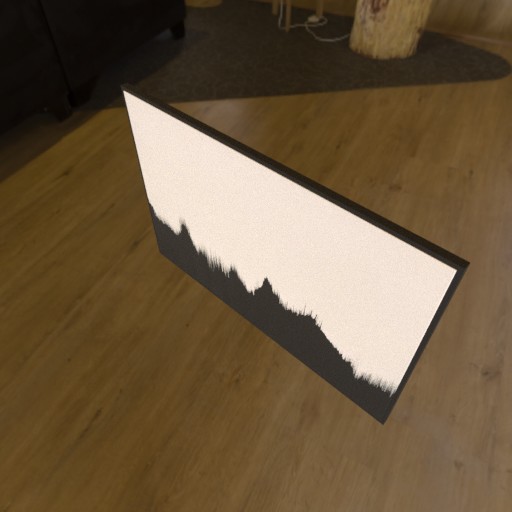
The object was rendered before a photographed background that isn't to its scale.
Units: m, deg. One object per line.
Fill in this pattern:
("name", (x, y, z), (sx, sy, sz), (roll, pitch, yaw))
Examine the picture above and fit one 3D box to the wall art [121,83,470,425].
("wall art", (0.000, 0.000, 1.486), (1.190, 0.805, 0.028), (34, 56, 27))
